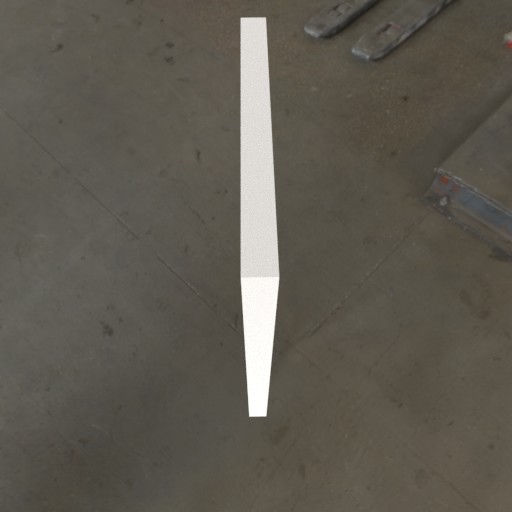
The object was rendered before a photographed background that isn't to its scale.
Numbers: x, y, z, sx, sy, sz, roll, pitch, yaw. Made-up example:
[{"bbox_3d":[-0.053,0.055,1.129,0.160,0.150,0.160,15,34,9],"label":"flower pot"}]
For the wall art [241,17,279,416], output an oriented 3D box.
[{"bbox_3d":[0.000,0.000,0.839,0.038,0.657,0.450,-1,59,-1],"label":"wall art"}]
